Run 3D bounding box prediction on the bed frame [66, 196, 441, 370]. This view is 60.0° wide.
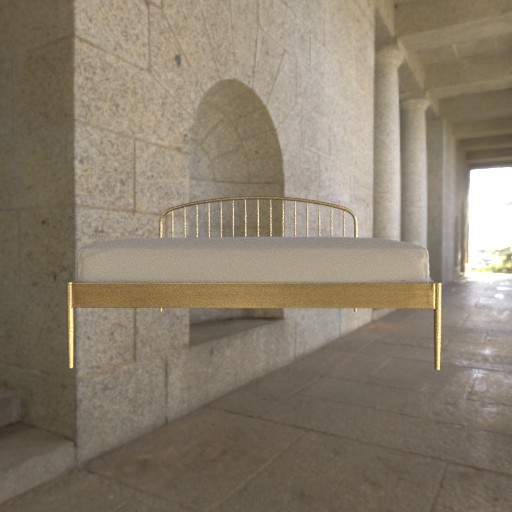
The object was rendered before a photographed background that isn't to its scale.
[{"bbox_3d":[0.000,0.000,3.442,2.016,1.174,2.152,0,1,1],"label":"bed frame"}]
